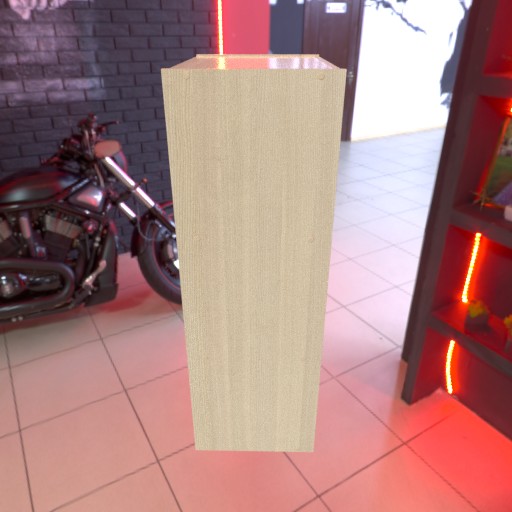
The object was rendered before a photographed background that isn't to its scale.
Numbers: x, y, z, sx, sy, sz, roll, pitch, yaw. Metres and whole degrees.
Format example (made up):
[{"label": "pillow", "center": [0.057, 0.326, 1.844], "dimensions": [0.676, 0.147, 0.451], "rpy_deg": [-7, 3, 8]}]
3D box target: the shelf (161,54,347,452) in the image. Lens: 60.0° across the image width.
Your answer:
[{"label": "shelf", "center": [0.000, 0.000, 1.083], "dimensions": [0.292, 0.876, 0.417], "rpy_deg": [1, 27, 1]}]
